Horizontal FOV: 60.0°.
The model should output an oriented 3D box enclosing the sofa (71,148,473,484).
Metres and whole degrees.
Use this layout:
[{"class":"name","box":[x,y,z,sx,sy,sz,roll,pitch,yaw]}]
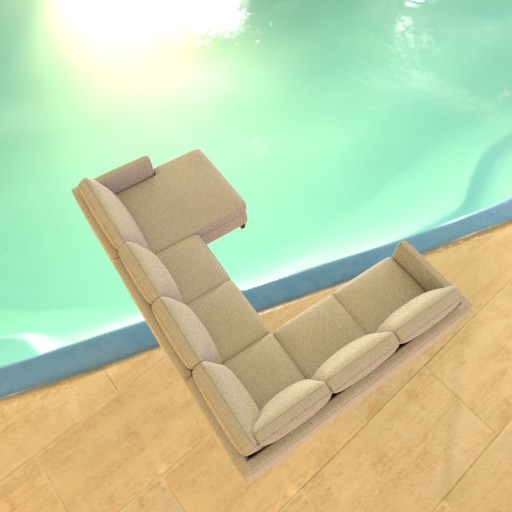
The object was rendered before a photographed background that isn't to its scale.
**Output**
[{"class":"sofa","box":[0.000,0.000,4.591,2.551,0.889,3.403,-30,63,-17]}]
